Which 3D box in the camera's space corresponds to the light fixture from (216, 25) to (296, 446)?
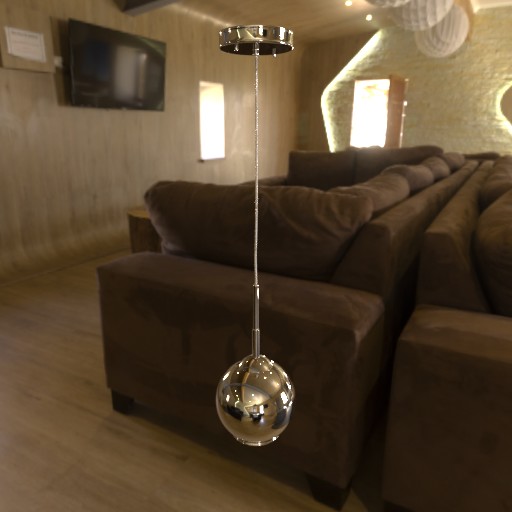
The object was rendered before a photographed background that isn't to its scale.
[{"bbox_3d":[0.000,0.000,1.682,0.336,1.538,0.336,15,21,43],"label":"light fixture"}]
